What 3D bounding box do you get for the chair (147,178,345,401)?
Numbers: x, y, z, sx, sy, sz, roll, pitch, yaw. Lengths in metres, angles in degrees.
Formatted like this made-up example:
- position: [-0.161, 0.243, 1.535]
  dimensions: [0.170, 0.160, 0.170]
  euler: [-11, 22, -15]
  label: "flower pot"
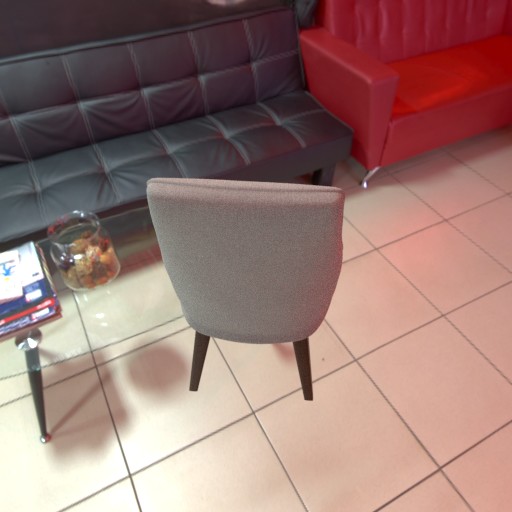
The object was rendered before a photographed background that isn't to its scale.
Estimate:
- position: [0.000, 0.000, 1.327]
  dimensions: [0.500, 0.930, 0.620]
  euler: [4, 46, 3]
  label: "chair"
